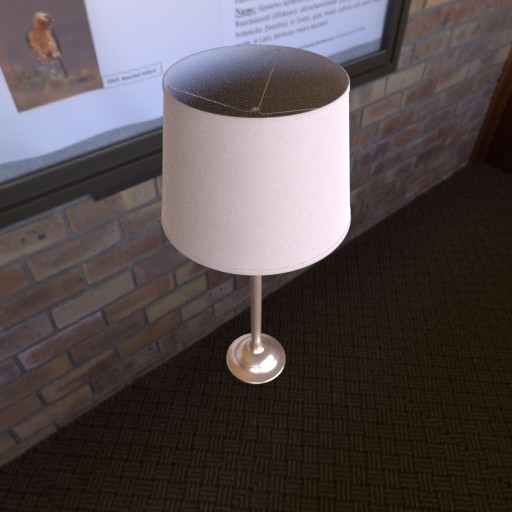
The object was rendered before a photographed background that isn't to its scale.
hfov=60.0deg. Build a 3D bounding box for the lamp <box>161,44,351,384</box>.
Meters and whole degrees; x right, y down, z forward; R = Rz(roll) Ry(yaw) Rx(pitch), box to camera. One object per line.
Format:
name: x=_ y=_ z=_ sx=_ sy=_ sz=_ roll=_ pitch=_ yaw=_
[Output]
lamp: x=0.000 y=0.000 z=0.864 sx=0.331 sy=0.698 sz=0.331 roll=0 pitch=43 yaw=0
